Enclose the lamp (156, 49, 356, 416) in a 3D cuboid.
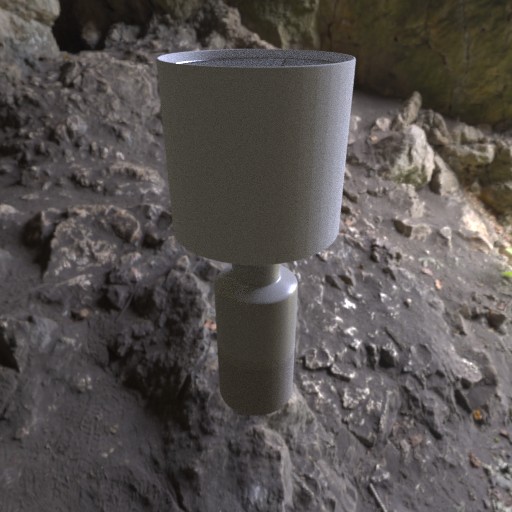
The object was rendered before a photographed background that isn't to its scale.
[{"bbox_3d":[0.000,0.000,0.598,0.212,0.493,0.212,11,31,19],"label":"lamp"}]
